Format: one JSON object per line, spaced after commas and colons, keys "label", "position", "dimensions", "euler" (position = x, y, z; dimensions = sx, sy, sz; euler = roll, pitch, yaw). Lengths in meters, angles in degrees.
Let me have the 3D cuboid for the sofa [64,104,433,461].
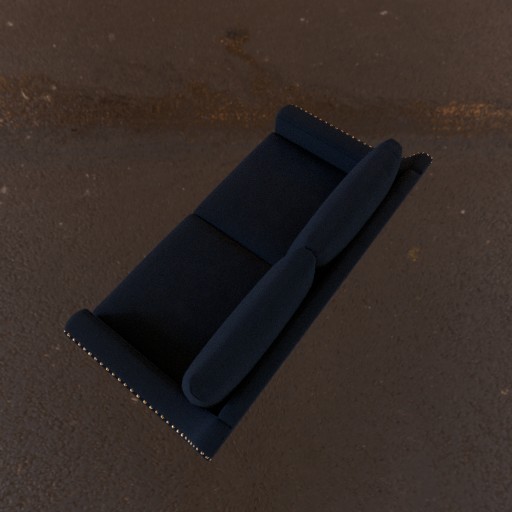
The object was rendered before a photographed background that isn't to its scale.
{"label": "sofa", "position": [0.000, 0.000, 2.740], "dimensions": [1.104, 0.983, 2.107], "euler": [34, 68, 16]}
